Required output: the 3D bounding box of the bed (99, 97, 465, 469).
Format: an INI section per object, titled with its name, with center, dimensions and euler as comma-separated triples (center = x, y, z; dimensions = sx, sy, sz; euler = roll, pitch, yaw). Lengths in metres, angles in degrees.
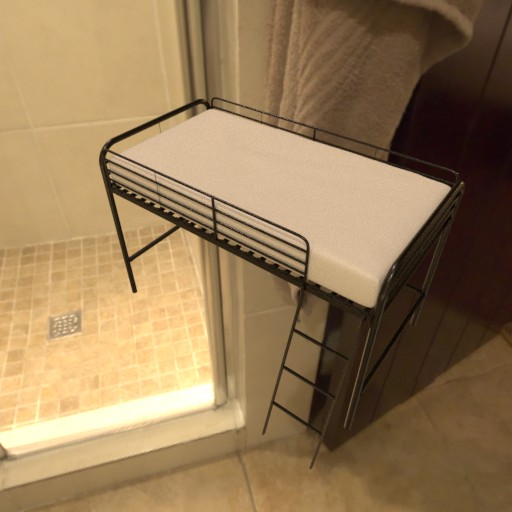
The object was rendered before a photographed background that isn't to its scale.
[bed]
center = 0.000, 0.000, 2.931
dimensions = 1.968, 1.289, 1.393
euler = 26, 47, 27
